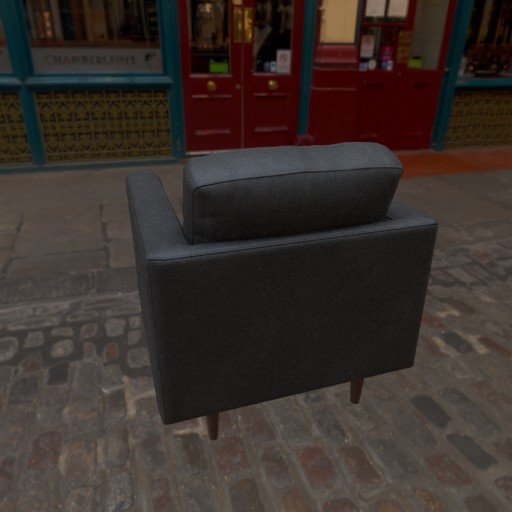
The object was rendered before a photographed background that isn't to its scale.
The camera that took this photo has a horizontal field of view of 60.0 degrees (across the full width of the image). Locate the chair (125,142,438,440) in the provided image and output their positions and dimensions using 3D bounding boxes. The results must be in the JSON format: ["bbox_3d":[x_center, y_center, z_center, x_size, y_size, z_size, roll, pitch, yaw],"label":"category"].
[{"bbox_3d":[0.000,0.000,1.595,0.831,0.898,0.879,-8,26,-16],"label":"chair"}]
